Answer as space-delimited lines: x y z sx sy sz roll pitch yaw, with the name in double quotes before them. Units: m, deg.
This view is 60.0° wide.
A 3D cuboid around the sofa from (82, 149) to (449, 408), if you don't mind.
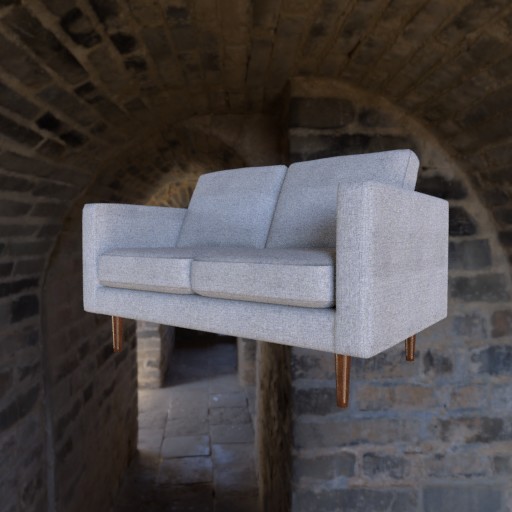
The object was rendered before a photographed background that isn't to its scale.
"sofa" 0.000 0.000 2.144 1.527 0.973 0.969 2 3 37
